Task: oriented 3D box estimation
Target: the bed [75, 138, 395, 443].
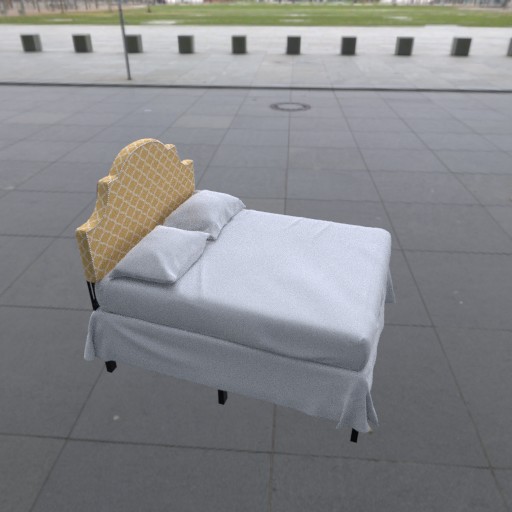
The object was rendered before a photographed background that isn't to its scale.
[{"bbox_3d":[0.000,0.000,3.487,2.222,1.633,1.780,10,32,17],"label":"bed"}]
